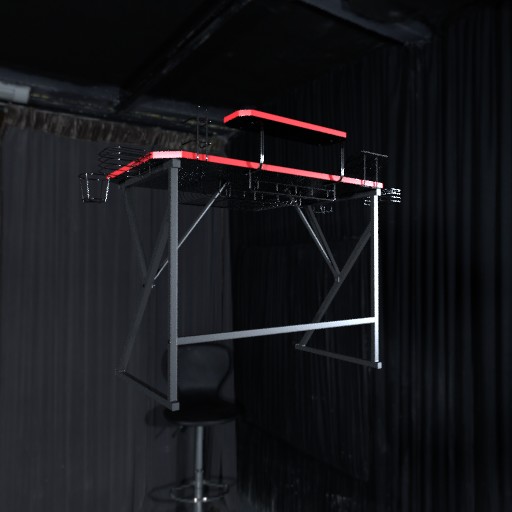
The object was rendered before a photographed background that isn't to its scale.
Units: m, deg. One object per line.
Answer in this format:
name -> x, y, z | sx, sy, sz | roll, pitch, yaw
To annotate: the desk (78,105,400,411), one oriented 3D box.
desk -> 0.000, 0.000, 1.744 | 1.280, 0.913, 0.588 | 1, -1, -35
